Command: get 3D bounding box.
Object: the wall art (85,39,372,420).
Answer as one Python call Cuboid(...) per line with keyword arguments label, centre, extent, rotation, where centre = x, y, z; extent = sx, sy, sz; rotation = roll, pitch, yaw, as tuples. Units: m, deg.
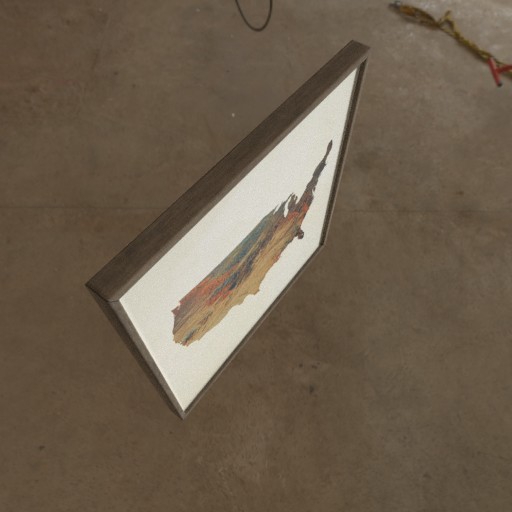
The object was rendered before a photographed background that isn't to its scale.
Cuboid(label="wall art", centre=(0.000, 0.000, 1.100), extent=(0.050, 0.751, 0.749), rotation=(33, 63, 19))
